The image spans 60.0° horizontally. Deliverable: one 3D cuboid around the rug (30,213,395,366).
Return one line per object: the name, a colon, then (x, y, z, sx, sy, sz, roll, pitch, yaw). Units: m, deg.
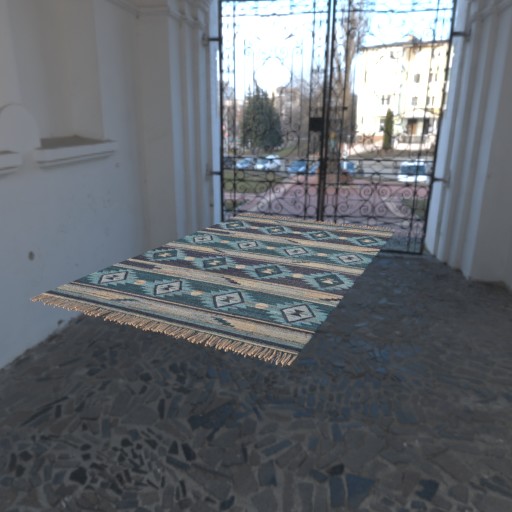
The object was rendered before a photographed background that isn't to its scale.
rug: (0.000, 0.000, 2.429, 1.181, 0.028, 1.936, 8, 19, 25)
